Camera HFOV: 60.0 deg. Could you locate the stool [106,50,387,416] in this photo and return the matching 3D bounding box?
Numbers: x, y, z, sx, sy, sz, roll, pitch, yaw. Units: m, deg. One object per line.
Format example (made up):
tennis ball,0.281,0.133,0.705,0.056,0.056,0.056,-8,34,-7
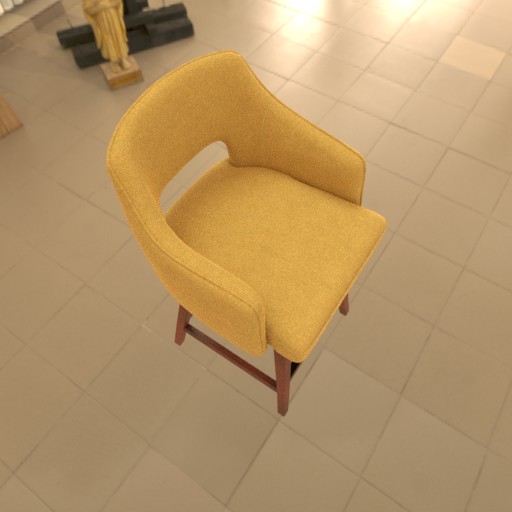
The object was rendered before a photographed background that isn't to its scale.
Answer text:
stool,0.000,0.000,1.261,0.558,0.924,0.548,30,63,17
